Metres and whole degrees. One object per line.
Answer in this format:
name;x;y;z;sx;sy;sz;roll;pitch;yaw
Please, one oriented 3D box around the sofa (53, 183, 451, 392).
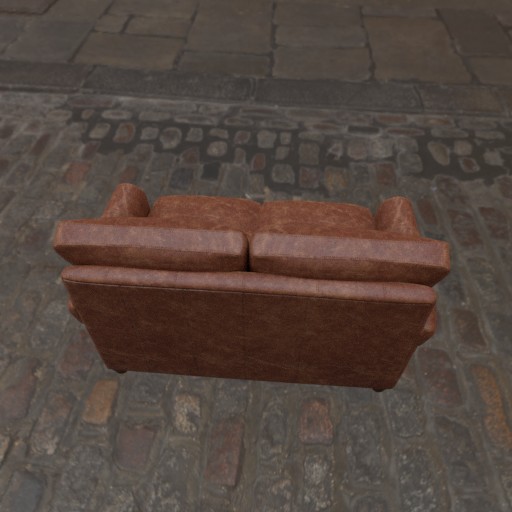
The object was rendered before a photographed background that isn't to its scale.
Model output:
sofa;0.000;0.000;2.229;1.616;0.967;0.990;3;48;3
